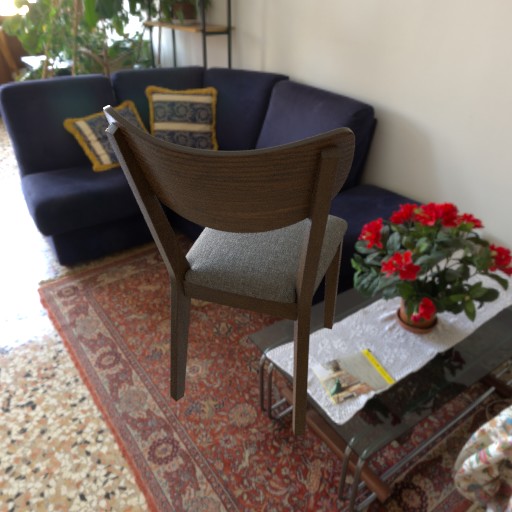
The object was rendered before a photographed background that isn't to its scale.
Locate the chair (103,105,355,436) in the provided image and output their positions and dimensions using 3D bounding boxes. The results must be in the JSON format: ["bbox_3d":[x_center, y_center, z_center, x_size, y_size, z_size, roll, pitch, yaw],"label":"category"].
[{"bbox_3d":[0.000,0.000,1.191,0.491,0.849,0.583,10,34,16],"label":"chair"}]
